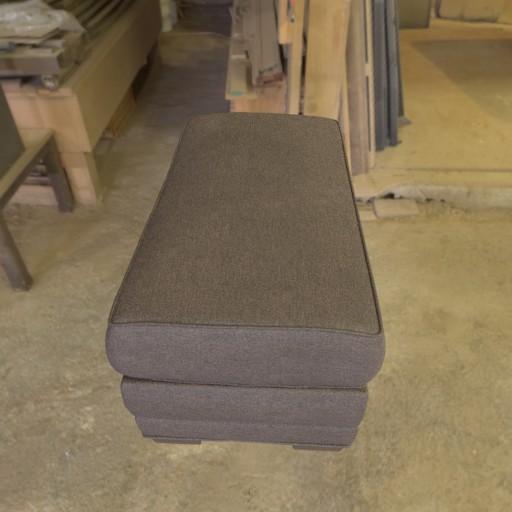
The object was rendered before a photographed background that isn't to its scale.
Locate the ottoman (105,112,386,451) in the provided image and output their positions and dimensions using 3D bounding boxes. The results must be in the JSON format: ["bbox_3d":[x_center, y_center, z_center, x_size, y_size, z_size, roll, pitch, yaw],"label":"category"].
[{"bbox_3d":[0.000,0.000,1.150,0.490,0.448,0.864,2,41,2],"label":"ottoman"}]
